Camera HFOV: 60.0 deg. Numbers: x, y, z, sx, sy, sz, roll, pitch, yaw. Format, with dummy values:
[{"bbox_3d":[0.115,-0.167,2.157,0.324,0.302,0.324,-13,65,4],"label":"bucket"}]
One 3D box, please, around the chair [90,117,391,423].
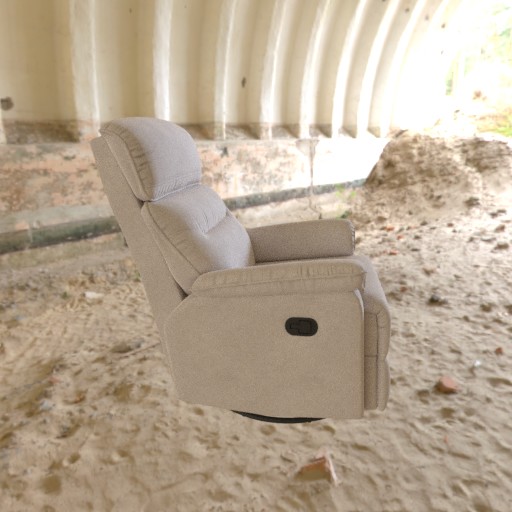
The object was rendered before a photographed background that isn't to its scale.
[{"bbox_3d":[0.000,0.000,1.731,1.001,1.039,0.820,2,16,8],"label":"chair"}]
